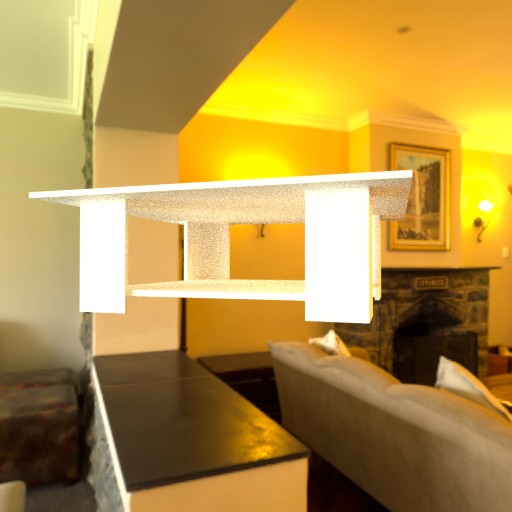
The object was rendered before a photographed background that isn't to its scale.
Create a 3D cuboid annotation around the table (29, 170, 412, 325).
[{"bbox_3d":[0.000,0.000,1.378,0.890,0.305,0.890,0,-1,18],"label":"table"}]
